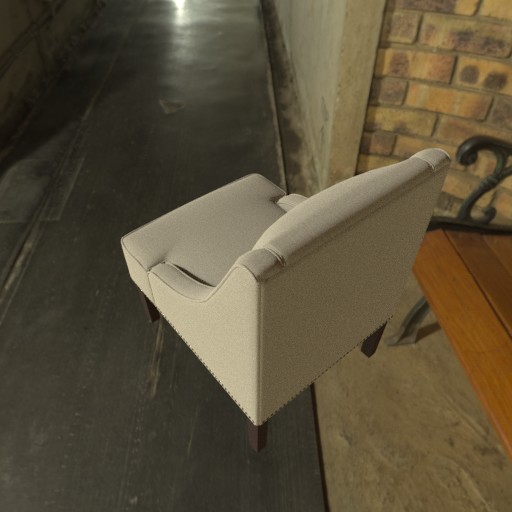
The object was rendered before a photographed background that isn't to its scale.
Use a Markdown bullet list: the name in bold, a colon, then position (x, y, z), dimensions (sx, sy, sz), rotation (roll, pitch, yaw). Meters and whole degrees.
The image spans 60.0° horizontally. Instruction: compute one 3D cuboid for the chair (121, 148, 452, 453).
- **chair**: position (0.000, 0.000, 1.400), dimensions (0.610, 0.864, 0.737), rotation (-31, 53, -26)
